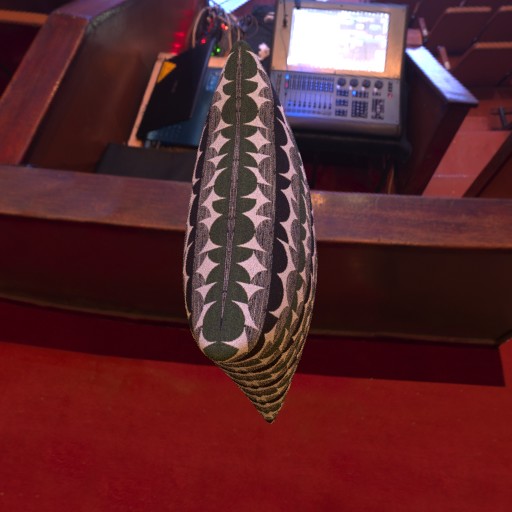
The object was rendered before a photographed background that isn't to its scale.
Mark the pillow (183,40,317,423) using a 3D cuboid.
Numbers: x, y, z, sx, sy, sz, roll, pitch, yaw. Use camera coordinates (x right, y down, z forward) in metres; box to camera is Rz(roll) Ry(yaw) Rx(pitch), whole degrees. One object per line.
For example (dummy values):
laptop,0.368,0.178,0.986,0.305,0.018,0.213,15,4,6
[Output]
pillow,0.000,0.000,0.650,0.180,0.404,0.419,2,63,1
